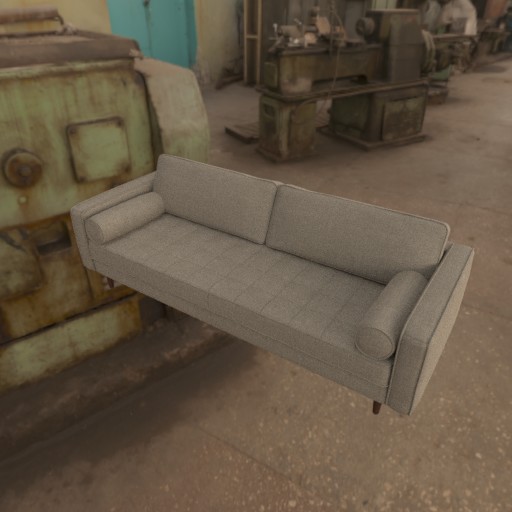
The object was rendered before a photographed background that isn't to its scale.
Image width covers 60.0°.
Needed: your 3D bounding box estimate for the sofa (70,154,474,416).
[{"bbox_3d":[0.000,0.000,2.618,2.211,0.762,0.914,19,36,28],"label":"sofa"}]
